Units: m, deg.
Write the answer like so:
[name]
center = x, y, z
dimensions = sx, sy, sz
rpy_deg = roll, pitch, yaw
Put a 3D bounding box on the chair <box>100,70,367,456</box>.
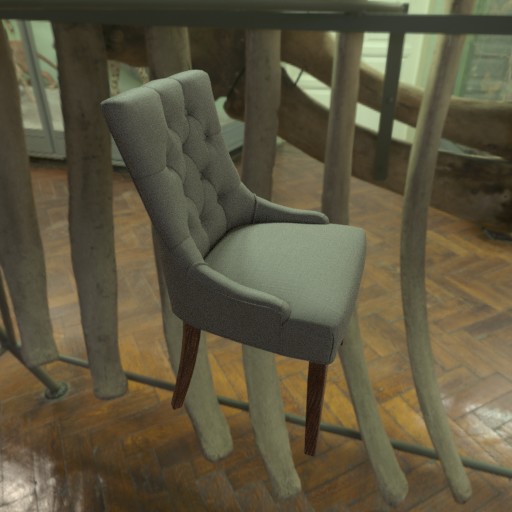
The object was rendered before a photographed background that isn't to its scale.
[chair]
center = 0.000, 0.000, 1.201
dimensions = 0.565, 0.874, 0.509
rpy_deg = 10, 32, 16
